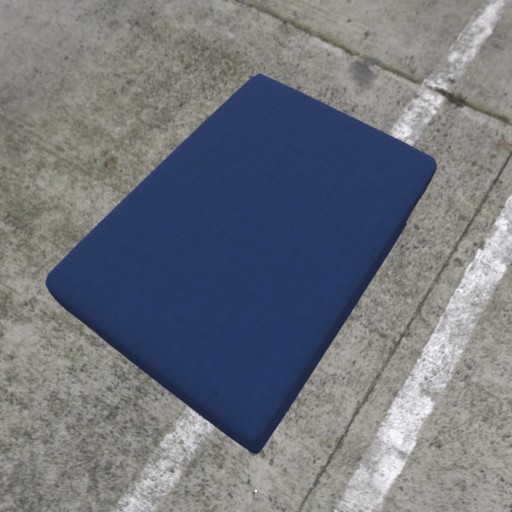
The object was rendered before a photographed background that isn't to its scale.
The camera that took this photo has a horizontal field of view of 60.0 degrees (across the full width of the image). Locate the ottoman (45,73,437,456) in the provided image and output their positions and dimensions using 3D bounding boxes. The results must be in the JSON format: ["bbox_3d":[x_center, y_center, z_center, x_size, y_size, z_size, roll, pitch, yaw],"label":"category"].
[{"bbox_3d":[0.000,0.000,1.222,0.587,0.498,0.835,32,67,16],"label":"ottoman"}]
